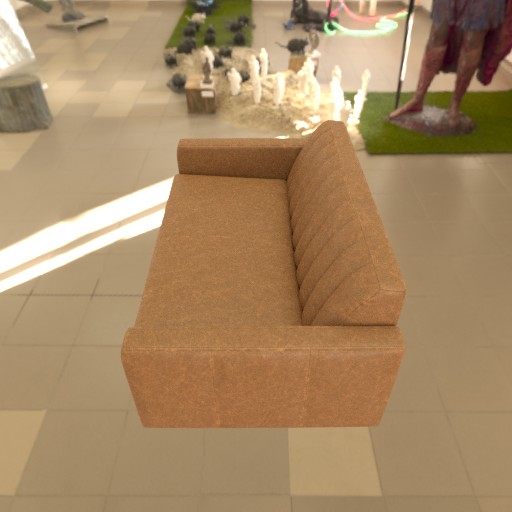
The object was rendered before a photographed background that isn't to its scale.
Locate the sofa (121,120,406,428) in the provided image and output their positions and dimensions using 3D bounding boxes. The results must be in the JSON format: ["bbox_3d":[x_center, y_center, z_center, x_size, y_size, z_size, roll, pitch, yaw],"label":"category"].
[{"bbox_3d":[0.000,0.000,2.142,0.960,0.820,1.549,0,40,0],"label":"sofa"}]
